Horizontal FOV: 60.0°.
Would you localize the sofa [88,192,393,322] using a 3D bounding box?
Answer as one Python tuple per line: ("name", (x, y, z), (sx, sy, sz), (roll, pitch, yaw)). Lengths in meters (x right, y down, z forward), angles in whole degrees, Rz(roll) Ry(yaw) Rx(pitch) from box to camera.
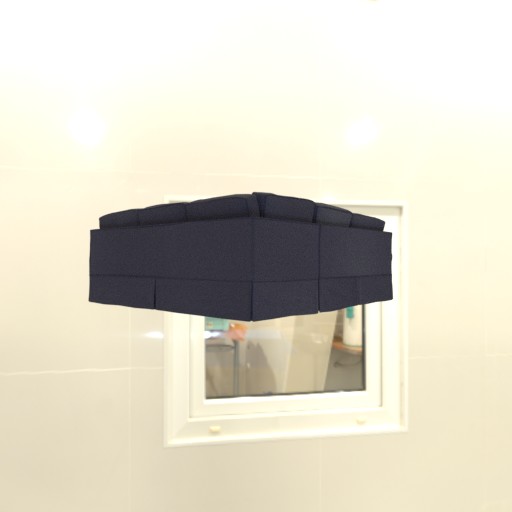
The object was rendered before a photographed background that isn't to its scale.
("sofa", (0.000, 0.000, 5.197), (3.773, 1.169, 2.874), (0, 0, -18))
